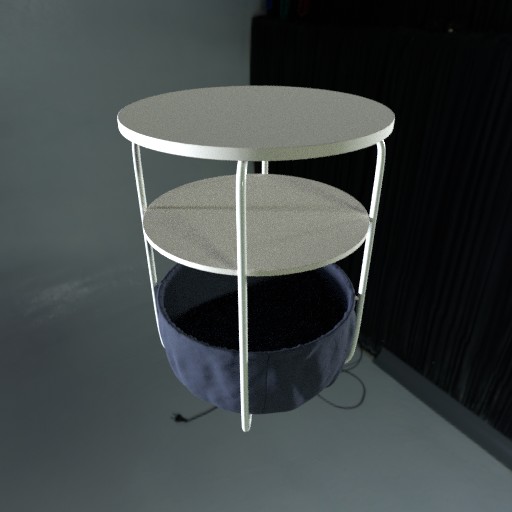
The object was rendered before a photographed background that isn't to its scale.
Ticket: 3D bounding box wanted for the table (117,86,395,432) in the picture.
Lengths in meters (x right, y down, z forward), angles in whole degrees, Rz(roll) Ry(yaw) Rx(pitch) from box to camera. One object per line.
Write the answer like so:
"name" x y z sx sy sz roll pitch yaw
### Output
"table" 0.000 0.000 0.826 0.418 0.532 0.418 -23 37 -33
